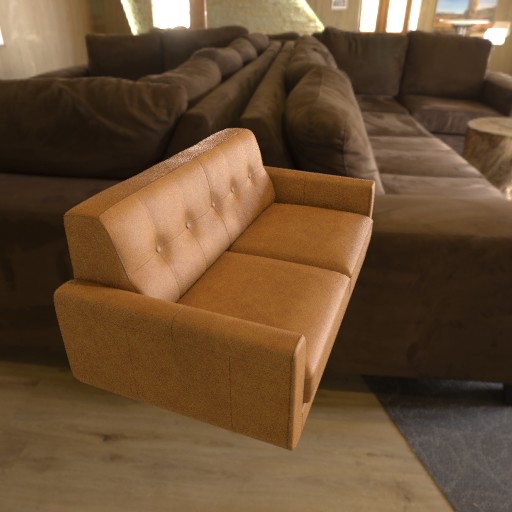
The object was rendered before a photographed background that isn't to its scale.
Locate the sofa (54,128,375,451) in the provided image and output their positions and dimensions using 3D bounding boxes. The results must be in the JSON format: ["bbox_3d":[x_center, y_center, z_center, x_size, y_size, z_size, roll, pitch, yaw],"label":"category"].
[{"bbox_3d":[0.000,0.000,2.189,0.952,0.925,1.651,11,31,19],"label":"sofa"}]
